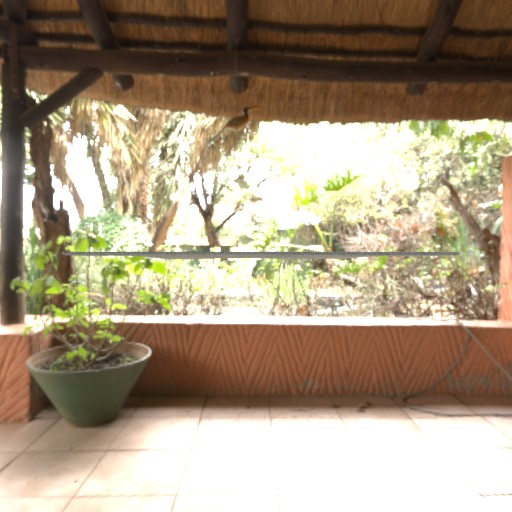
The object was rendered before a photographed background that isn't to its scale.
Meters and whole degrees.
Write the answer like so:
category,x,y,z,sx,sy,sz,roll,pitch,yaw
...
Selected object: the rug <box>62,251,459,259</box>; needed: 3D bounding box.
category,x,y,z,sx,sy,sz,roll,pitch,yaw
rug,0.000,0.000,2.932,1.613,0.030,2.306,0,-1,-1
